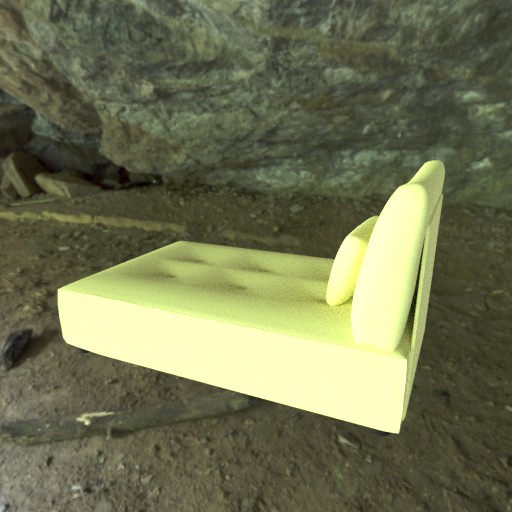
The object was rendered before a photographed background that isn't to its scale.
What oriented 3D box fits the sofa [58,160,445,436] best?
[{"bbox_3d":[0.000,0.000,1.970,1.450,0.820,0.930,7,18,24],"label":"sofa"}]
